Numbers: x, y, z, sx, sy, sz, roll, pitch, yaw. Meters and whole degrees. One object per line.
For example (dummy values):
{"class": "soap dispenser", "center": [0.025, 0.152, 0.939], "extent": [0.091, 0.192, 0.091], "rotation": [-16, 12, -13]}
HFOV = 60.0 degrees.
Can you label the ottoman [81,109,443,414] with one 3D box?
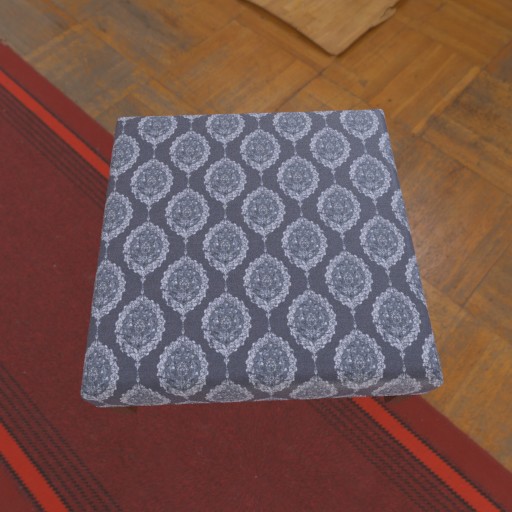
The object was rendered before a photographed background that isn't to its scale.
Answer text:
{"class": "ottoman", "center": [0.000, 0.000, 1.399], "extent": [0.889, 0.409, 0.890], "rotation": [-2, 64, -1]}
